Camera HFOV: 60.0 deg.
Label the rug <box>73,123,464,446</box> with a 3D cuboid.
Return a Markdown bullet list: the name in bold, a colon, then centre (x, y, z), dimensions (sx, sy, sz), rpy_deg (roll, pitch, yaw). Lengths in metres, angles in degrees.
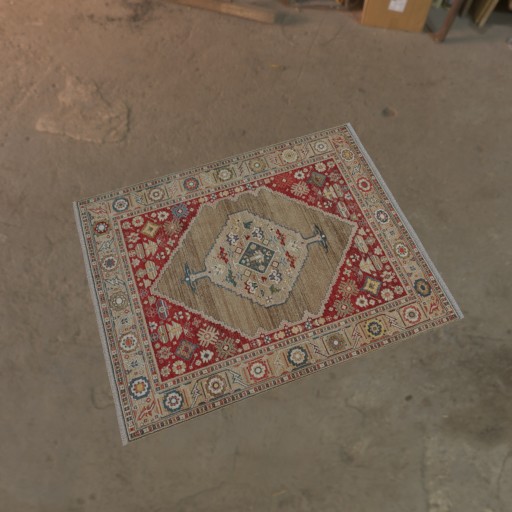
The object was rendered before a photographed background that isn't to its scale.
- **rug**: centre (0.000, 0.000, 4.272), dimensions (3.143, 0.008, 2.451), rpy_deg (-18, 65, -9)
